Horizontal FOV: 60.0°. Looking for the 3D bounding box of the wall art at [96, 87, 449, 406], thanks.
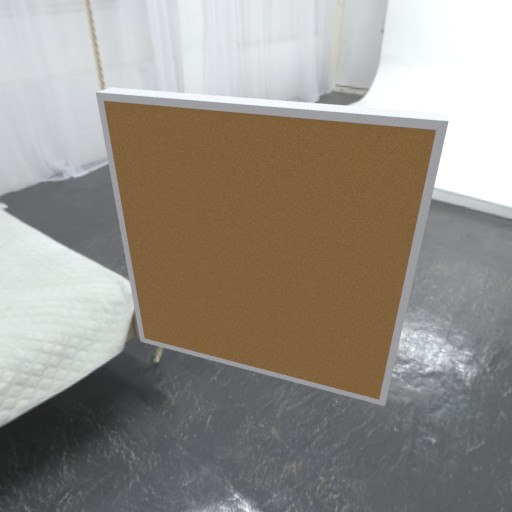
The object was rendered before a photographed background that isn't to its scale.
[{"bbox_3d":[0.000,0.000,0.757,0.509,0.509,0.040,10,33,17],"label":"wall art"}]
